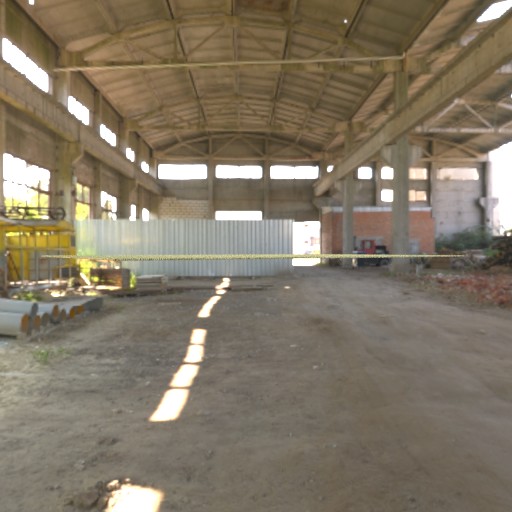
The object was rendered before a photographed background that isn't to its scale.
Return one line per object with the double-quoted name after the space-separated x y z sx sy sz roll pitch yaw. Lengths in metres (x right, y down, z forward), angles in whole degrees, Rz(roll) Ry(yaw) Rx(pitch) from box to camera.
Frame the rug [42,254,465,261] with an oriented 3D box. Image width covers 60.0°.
0.000 0.000 2.180 1.747 0.006 1.143 0 1 -35 "rug"
